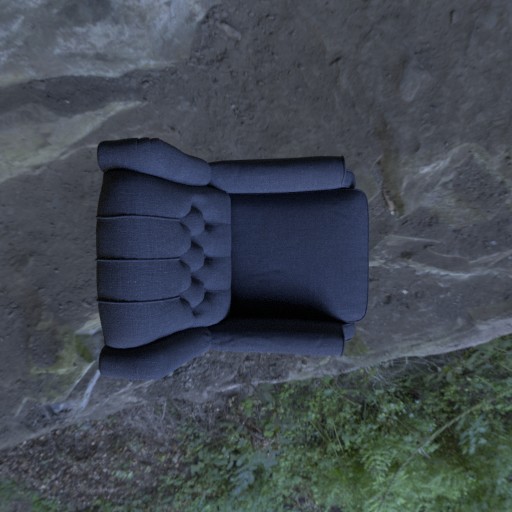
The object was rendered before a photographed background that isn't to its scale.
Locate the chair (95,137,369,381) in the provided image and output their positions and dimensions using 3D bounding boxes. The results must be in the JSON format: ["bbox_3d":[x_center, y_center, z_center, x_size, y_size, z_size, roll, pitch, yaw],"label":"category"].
[{"bbox_3d":[0.000,0.000,1.687,0.898,1.035,0.742,0,91,0],"label":"chair"}]
